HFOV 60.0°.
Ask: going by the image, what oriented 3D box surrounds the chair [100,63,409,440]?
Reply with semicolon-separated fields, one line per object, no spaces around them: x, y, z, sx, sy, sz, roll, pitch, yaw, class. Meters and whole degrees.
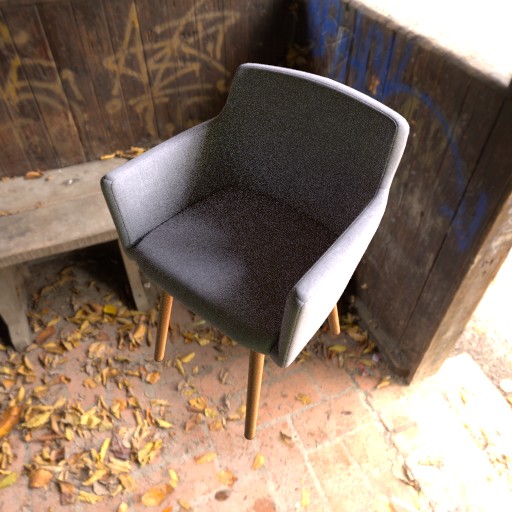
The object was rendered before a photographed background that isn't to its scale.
0.000;0.000;1.167;0.570;0.780;0.540;31;54;26;chair
